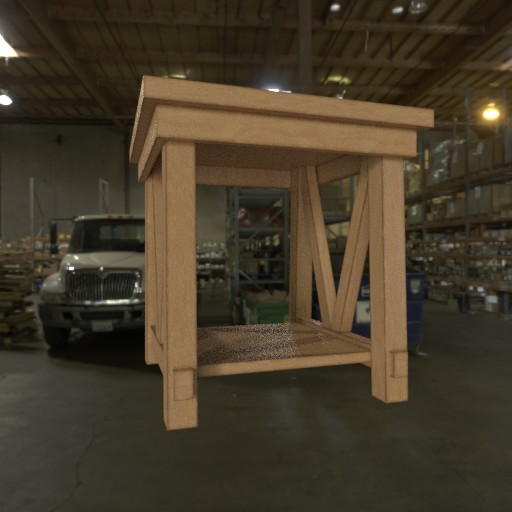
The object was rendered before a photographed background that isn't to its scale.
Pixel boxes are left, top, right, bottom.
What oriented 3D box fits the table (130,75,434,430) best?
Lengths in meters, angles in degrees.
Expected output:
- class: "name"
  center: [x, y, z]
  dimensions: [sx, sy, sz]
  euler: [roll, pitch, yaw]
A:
- class: "table"
  center: [0.000, 0.000, 1.157]
  dimensions: [0.610, 0.638, 0.612]
  euler: [0, 1, -18]
